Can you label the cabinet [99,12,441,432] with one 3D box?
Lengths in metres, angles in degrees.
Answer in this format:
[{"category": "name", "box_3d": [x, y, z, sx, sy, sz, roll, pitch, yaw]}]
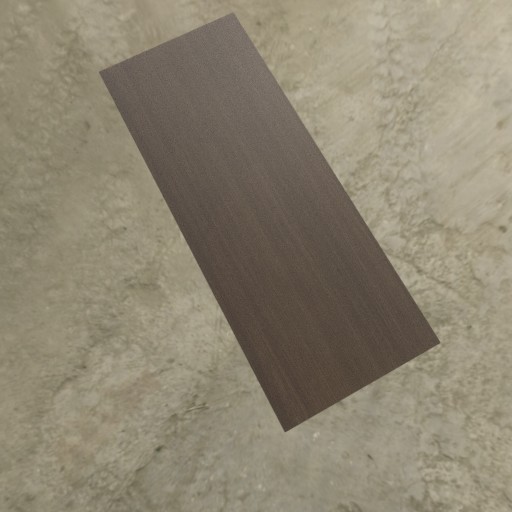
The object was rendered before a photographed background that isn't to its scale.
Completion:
[{"category": "cabinet", "box_3d": [0.000, 0.000, 1.647, 0.400, 1.170, 1.010, -27, 77, -7]}]
